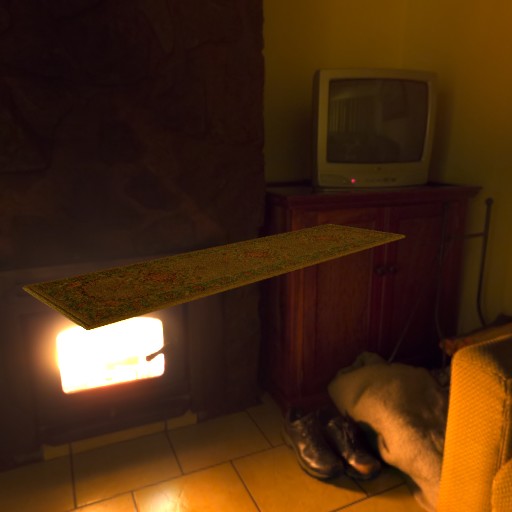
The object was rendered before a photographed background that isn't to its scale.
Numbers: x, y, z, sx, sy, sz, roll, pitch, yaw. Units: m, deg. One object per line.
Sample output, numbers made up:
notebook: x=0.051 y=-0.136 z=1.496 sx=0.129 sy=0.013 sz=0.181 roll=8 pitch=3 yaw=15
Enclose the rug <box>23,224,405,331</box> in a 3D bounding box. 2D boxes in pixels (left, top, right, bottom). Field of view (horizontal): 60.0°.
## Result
rug: x=0.000 y=0.000 z=2.541 sx=2.297 sy=0.019 sz=0.659 roll=-14 pitch=19 yaw=-43
